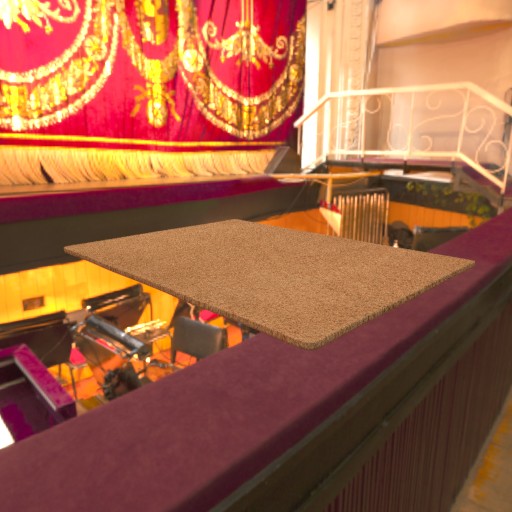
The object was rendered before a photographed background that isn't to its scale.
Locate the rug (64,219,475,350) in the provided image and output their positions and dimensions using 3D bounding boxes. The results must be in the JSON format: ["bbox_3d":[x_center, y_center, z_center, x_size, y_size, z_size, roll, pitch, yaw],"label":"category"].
[{"bbox_3d":[0.000,0.000,2.124,1.600,0.025,1.199,14,20,43],"label":"rug"}]
